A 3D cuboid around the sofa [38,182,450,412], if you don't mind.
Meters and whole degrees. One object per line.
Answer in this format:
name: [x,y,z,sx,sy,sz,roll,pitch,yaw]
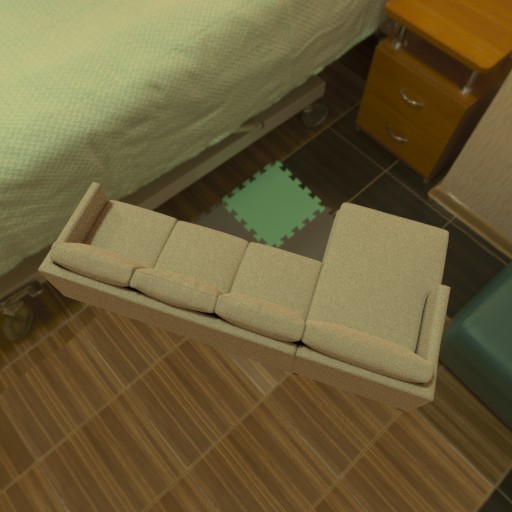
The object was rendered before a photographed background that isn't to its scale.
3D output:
sofa: [0.000,0.000,3.899,3.186,0.846,1.625,17,65,8]
